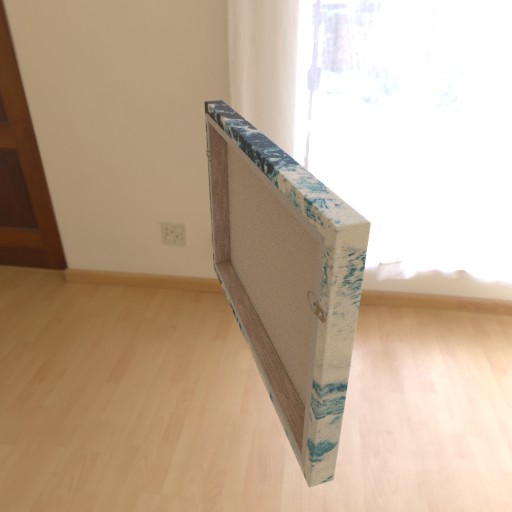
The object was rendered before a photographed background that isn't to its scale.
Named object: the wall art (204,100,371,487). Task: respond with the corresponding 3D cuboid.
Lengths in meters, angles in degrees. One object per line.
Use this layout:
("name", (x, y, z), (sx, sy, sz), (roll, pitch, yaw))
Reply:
("wall art", (0.000, 0.000, 0.770), (0.043, 0.407, 0.609), (-9, 31, -15))
